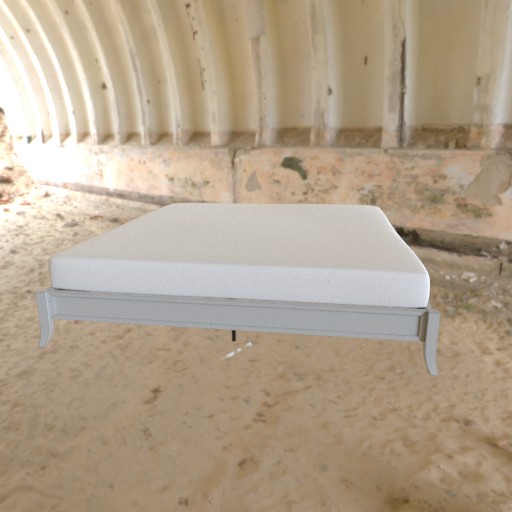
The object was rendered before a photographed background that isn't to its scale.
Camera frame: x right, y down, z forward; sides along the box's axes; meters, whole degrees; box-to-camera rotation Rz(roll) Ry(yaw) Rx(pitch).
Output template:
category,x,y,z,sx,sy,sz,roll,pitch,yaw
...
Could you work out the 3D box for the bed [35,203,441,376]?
category,x,y,z,sx,sy,sz,roll,pitch,yaw
bed,0.000,0.000,3.130,2.007,0.510,2.108,2,15,8
